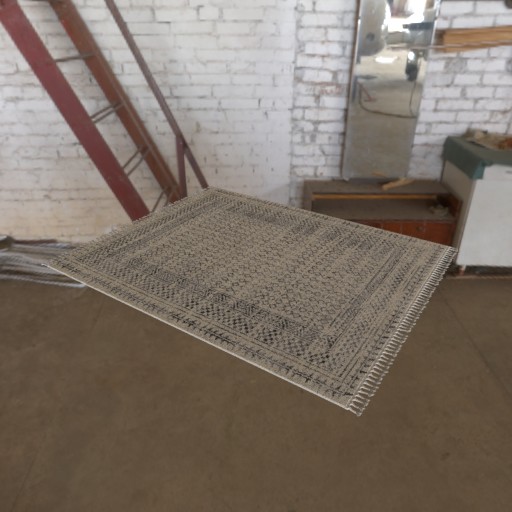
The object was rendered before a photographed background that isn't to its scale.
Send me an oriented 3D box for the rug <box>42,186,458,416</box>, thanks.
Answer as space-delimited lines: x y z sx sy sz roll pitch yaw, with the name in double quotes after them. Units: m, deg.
0.000 0.000 3.934 2.940 0.013 2.312 18 34 29 "rug"
